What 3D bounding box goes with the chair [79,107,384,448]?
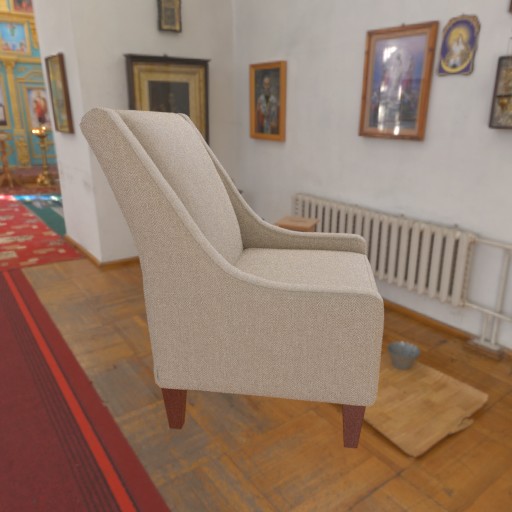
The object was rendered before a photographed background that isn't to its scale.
[{"bbox_3d":[0.000,0.000,1.626,0.870,1.014,0.774,3,17,9],"label":"chair"}]
